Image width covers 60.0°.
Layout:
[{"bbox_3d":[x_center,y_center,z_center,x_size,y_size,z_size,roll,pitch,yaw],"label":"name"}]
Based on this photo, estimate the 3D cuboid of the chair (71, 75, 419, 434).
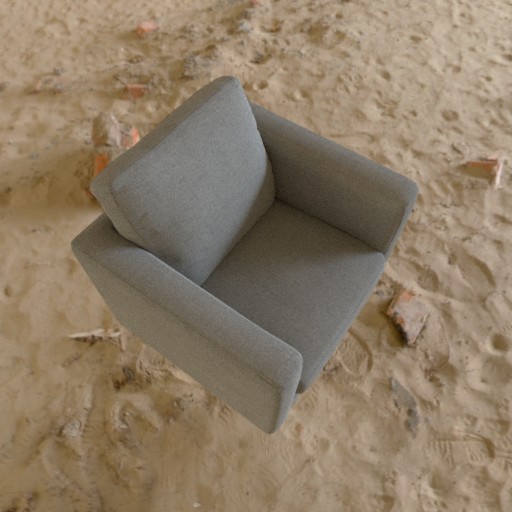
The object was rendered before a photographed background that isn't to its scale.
[{"bbox_3d":[0.000,0.000,1.582,0.800,0.927,0.855,31,63,18],"label":"chair"}]
